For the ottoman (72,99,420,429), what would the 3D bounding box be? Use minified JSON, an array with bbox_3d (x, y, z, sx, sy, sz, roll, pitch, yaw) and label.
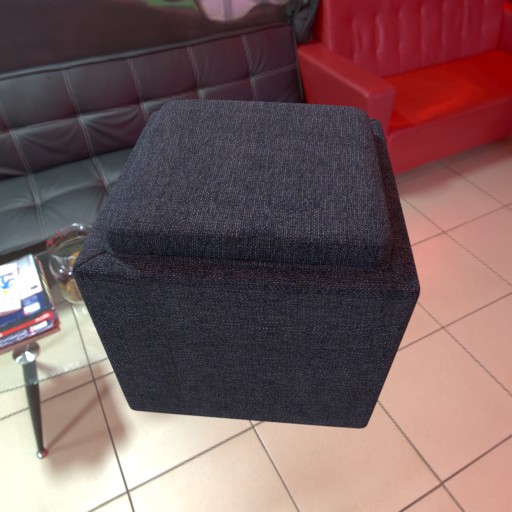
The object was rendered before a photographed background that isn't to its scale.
[{"bbox_3d":[0.000,0.000,0.831,0.450,0.460,0.450,3,45,3],"label":"ottoman"}]
